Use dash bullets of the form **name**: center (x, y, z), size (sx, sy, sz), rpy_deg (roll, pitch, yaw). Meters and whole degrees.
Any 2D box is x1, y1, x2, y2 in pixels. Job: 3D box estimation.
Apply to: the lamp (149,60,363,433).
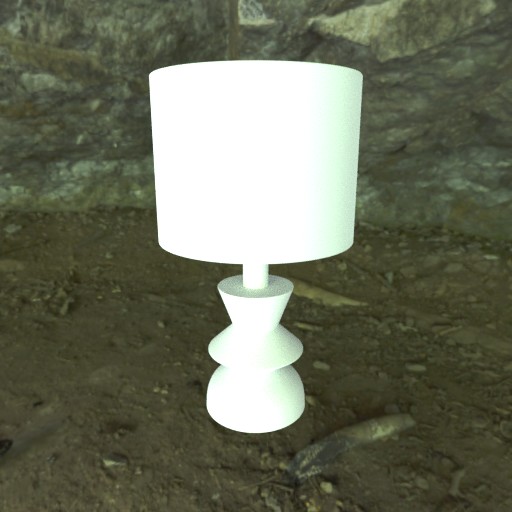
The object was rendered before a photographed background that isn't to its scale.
- **lamp**: center (0.000, 0.000, 0.709), size (0.301, 0.533, 0.301), rpy_deg (-2, 15, -9)
